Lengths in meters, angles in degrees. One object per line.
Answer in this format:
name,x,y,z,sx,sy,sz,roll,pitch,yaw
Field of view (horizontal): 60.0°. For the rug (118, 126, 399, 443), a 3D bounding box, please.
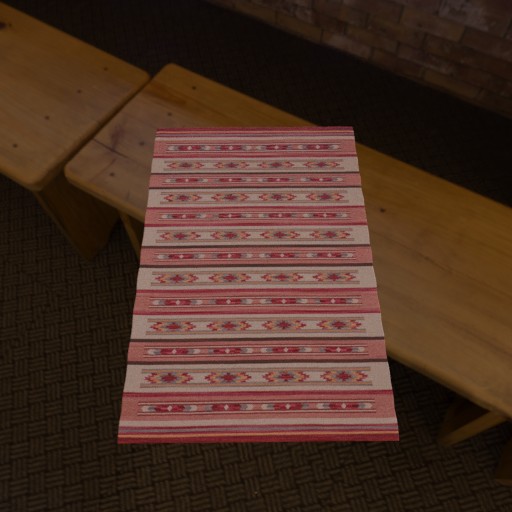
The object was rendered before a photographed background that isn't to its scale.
rug,0.000,0.000,2.337,1.223,0.008,1.817,0,62,0
